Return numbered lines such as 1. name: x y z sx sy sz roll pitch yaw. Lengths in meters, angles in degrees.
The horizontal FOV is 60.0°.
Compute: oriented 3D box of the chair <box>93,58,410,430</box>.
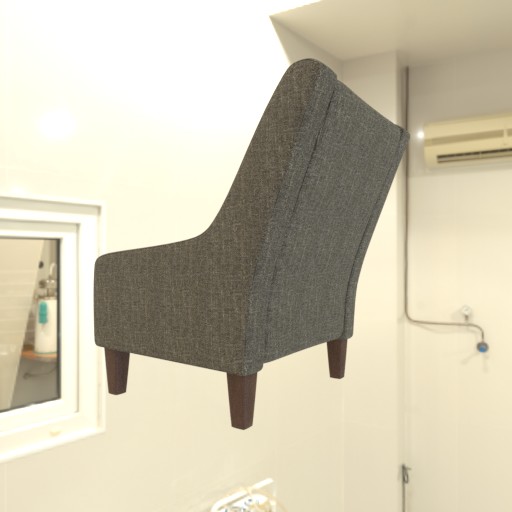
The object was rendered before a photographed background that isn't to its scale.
1. chair: 0.000 0.000 1.683 0.944 1.012 0.793 0 -1 35
